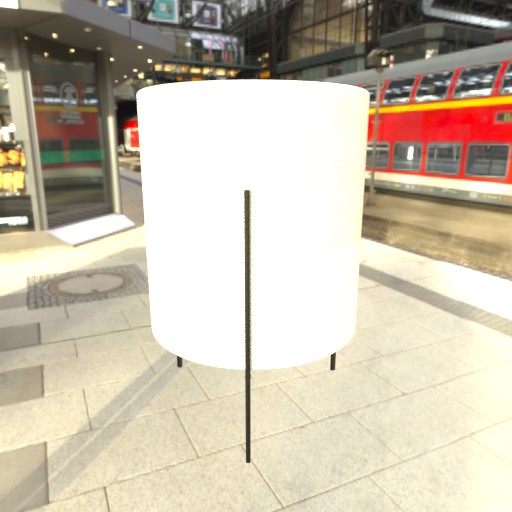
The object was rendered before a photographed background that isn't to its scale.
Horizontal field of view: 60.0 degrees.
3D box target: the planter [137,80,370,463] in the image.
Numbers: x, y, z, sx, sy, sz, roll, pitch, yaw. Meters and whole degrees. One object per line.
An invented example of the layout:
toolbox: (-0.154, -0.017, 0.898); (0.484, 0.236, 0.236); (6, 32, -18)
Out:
planter: (0.000, 0.000, 0.697); (0.333, 0.483, 0.324); (-8, 17, -27)
